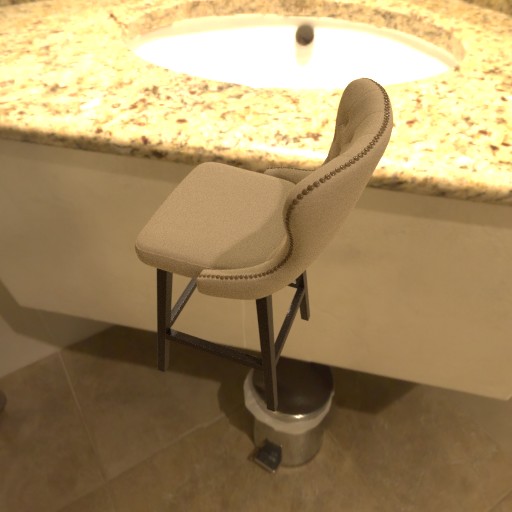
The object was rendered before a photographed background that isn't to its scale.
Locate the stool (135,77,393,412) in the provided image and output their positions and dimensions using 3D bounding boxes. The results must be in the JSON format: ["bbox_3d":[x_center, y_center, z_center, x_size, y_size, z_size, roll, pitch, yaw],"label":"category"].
[{"bbox_3d":[0.000,0.000,1.310,0.593,0.971,0.528,15,47,14],"label":"stool"}]
